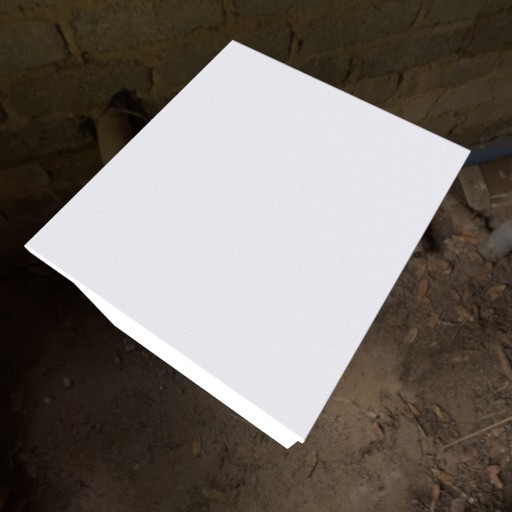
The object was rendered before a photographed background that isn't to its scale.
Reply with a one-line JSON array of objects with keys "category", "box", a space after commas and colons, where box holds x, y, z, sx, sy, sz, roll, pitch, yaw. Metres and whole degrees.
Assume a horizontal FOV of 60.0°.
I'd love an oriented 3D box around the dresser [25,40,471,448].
[{"category": "dresser", "box": [0.000, 0.000, 0.719, 0.400, 0.360, 0.430, 31, 68, 14]}]
